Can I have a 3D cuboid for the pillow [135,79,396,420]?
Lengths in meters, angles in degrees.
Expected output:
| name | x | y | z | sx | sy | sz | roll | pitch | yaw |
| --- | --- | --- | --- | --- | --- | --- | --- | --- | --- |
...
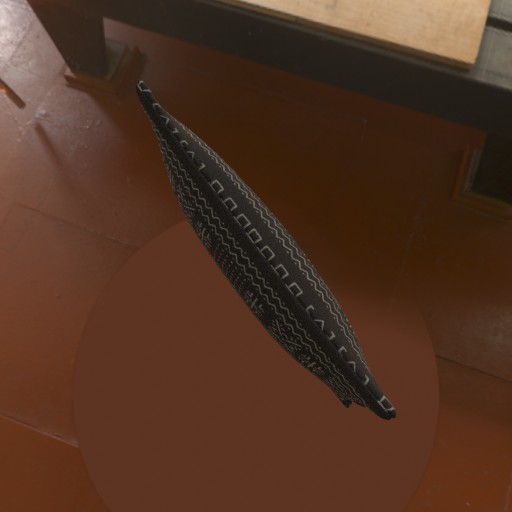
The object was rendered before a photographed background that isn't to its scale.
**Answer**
| name | x | y | z | sx | sy | sz | roll | pitch | yaw |
| --- | --- | --- | --- | --- | --- | --- | --- | --- | --- |
| pillow | 0.000 | 0.000 | 0.817 | 0.135 | 0.322 | 0.667 | -35 | 78 | -9 |
